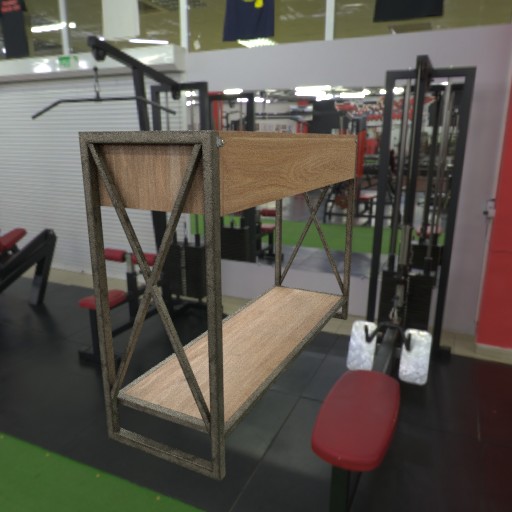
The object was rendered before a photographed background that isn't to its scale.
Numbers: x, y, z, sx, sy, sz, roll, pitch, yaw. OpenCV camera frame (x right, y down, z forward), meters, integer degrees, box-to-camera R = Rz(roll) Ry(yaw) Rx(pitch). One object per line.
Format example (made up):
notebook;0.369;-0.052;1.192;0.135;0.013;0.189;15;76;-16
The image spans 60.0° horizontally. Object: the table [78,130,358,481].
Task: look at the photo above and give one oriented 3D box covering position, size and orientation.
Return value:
table;0.000;0.000;1.436;0.361;0.763;1.059;7;16;26
